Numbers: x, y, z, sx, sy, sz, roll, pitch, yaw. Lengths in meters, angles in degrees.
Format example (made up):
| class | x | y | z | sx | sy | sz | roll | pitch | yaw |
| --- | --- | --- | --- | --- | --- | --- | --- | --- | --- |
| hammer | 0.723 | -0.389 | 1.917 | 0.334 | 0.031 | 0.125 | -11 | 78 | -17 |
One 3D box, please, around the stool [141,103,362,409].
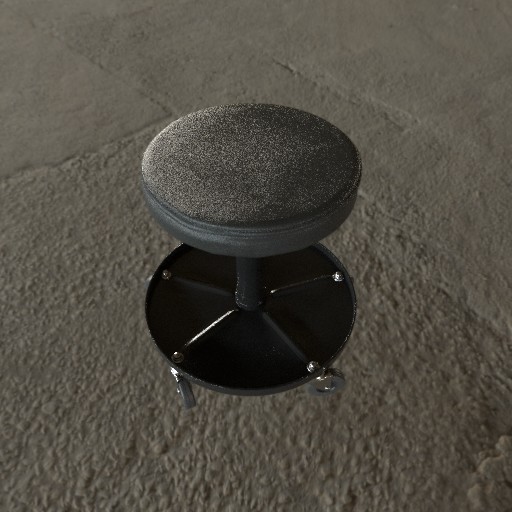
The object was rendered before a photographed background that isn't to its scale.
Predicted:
| class | x | y | z | sx | sy | sz | roll | pitch | yaw |
| --- | --- | --- | --- | --- | --- | --- | --- | --- | --- |
| stool | 0.000 | 0.000 | 0.674 | 0.382 | 0.365 | 0.381 | -31 | 54 | -27 |
